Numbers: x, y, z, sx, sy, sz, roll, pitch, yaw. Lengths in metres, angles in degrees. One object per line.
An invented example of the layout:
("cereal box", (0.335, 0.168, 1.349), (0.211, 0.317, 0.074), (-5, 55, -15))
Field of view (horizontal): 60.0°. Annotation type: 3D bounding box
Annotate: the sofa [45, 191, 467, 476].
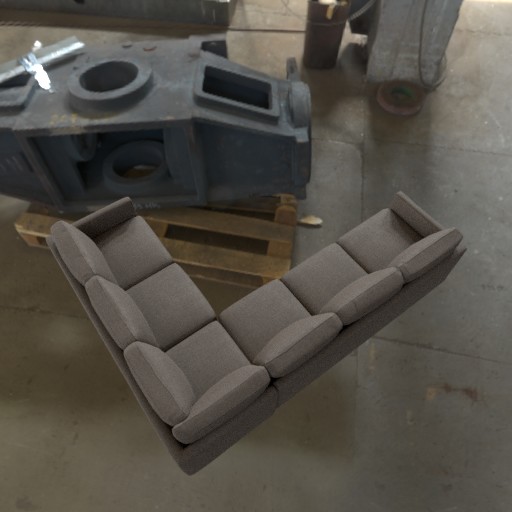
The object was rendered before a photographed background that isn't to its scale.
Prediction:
("sofa", (0.000, 0.000, 4.509), (3.302, 0.947, 2.593), (-32, 63, -19))
